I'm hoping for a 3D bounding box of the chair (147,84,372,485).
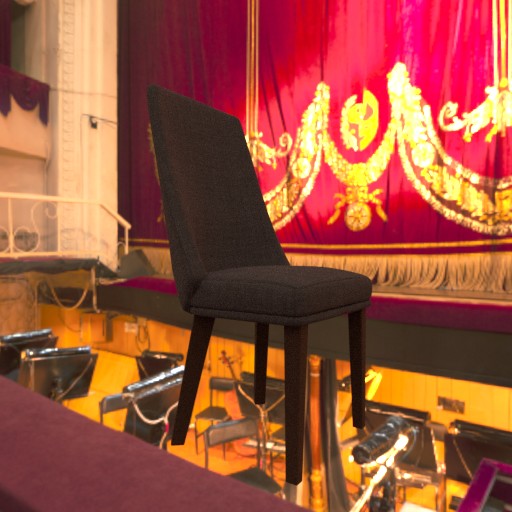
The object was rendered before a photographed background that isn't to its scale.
[{"bbox_3d":[0.000,0.000,1.331,0.577,1.050,0.510,0,1,35],"label":"chair"}]
